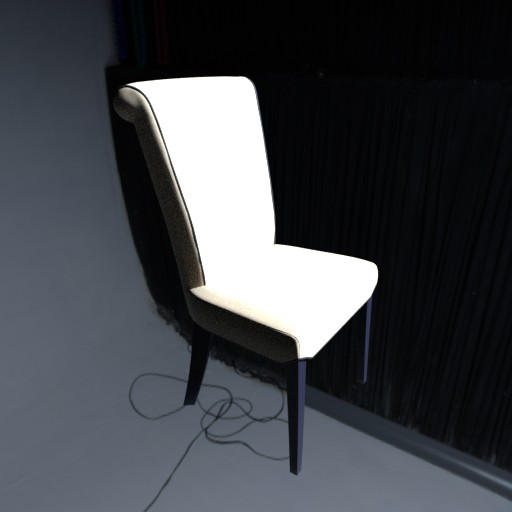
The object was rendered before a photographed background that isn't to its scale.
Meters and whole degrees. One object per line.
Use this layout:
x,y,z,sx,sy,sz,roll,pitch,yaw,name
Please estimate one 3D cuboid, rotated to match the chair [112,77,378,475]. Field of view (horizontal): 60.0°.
0.000,0.000,1.361,0.623,0.997,0.522,17,30,32,chair
